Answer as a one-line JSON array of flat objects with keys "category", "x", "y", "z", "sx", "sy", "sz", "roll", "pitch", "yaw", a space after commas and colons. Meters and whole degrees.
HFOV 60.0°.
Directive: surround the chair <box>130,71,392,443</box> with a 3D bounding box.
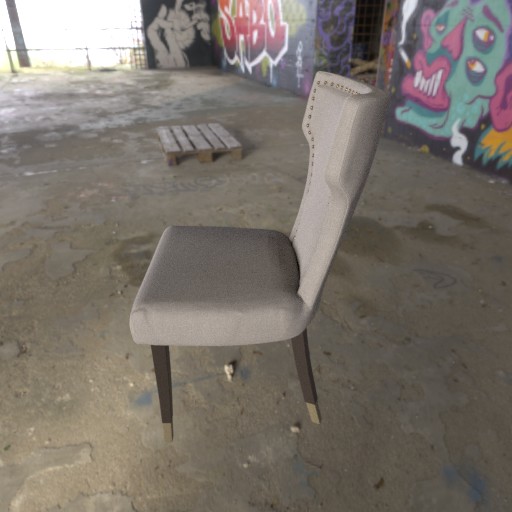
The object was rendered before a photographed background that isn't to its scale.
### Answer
[{"category": "chair", "x": 0.000, "y": 0.000, "z": 1.285, "sx": 0.630, "sy": 0.950, "sz": 0.526, "roll": 0, "pitch": 28, "yaw": 0}]
